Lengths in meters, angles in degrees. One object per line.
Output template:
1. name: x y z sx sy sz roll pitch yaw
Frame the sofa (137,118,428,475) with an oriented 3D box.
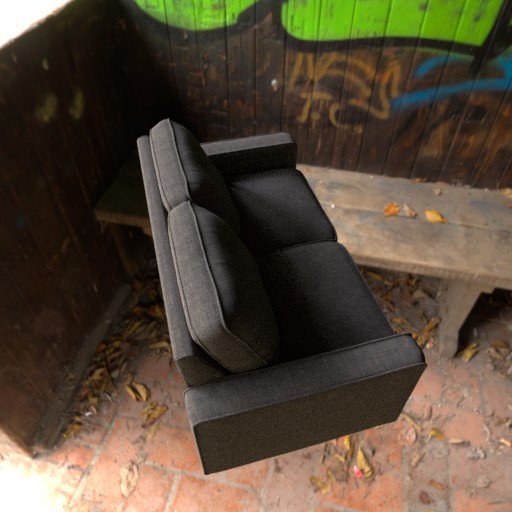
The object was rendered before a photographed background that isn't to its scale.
1. sofa: 0.000 0.000 2.258 0.947 0.918 1.709 -11 48 -10
